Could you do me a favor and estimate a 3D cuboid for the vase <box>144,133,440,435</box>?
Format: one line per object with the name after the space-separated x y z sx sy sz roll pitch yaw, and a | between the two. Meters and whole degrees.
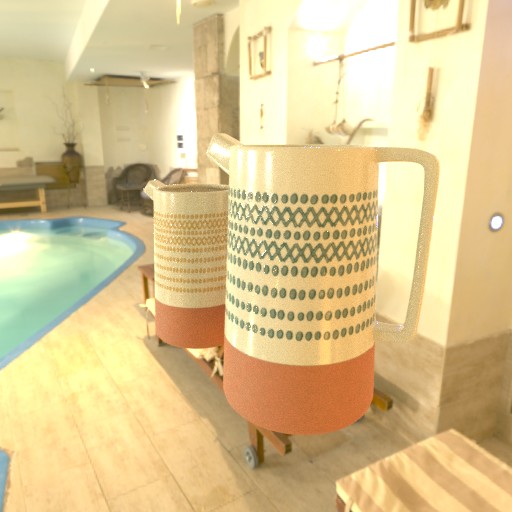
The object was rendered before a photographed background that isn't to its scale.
0.000 0.000 0.464 0.168 0.247 0.326 -8 17 -26 | vase
